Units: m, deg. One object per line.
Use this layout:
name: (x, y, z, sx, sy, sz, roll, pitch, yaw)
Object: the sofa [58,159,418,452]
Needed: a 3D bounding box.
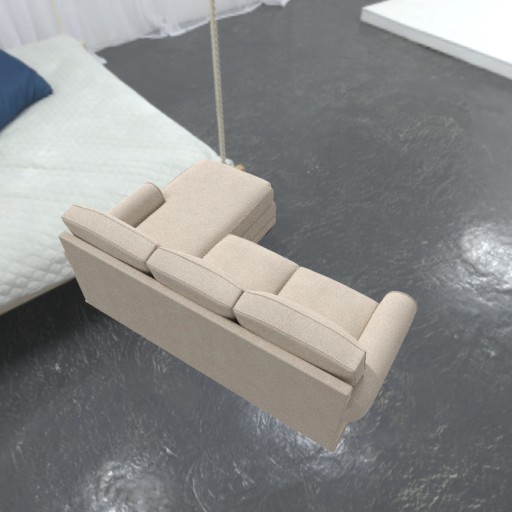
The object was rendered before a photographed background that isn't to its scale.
sofa: (0.000, 0.000, 2.474, 1.770, 0.734, 1.226, 25, 51, 22)
